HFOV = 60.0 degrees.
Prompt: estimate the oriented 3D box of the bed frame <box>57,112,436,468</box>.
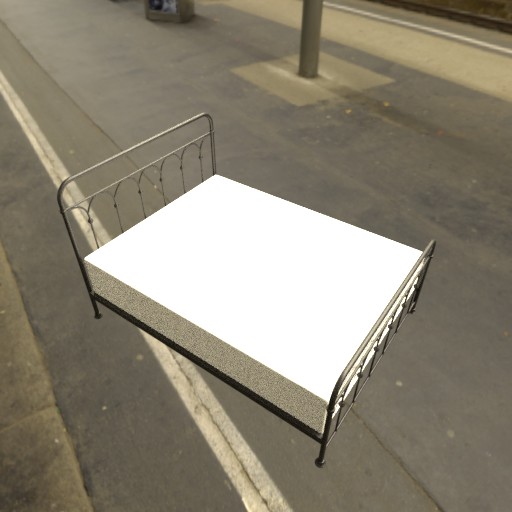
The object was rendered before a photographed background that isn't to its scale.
[{"bbox_3d":[0.000,0.000,3.360,2.203,1.276,1.664,25,46,27],"label":"bed frame"}]
